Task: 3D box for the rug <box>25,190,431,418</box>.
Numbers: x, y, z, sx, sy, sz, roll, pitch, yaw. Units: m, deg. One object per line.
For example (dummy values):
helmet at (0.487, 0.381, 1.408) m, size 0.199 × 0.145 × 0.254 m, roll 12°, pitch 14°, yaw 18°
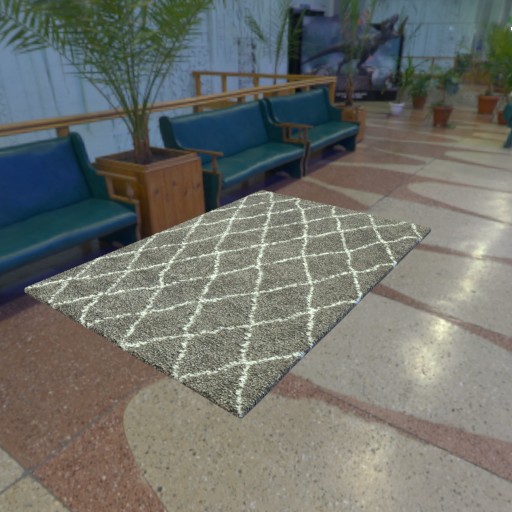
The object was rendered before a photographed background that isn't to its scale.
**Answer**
rug at (0.000, 0.000, 2.256) m, size 1.219 × 0.030 × 1.778 m, roll 18°, pitch 31°, yaw 33°
